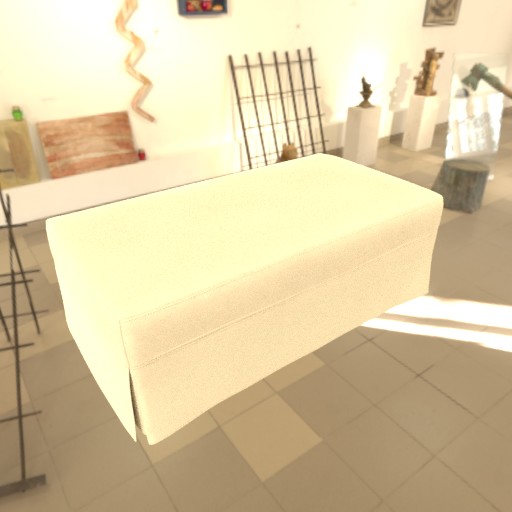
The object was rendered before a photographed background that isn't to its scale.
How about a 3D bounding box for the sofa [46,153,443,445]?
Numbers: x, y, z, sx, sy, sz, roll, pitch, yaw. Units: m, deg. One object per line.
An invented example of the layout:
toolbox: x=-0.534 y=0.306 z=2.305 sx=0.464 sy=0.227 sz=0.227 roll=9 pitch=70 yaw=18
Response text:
sofa: x=0.000 y=0.000 z=2.119 sx=1.677 sy=0.552 sz=0.939 roll=-20 pitch=36 yaw=-31
